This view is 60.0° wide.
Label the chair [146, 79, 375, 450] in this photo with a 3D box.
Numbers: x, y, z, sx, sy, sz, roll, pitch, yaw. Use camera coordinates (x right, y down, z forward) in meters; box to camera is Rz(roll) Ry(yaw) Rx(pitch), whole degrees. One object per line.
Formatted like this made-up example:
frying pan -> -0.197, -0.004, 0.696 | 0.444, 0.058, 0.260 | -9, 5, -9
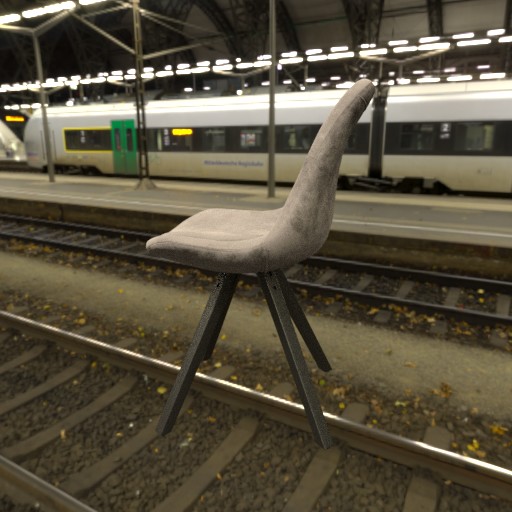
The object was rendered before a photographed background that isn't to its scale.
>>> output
chair -> 0.000, 0.000, 1.191 | 0.550, 0.850, 0.485 | 2, 15, 9
